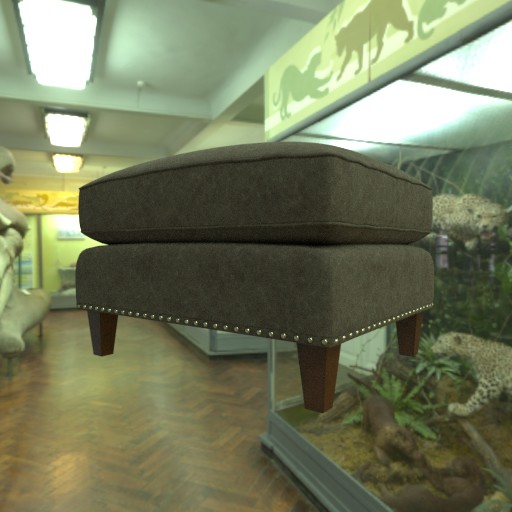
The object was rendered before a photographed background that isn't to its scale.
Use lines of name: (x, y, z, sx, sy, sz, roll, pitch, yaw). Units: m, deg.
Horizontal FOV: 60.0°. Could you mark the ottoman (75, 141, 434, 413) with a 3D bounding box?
ottoman: (0.000, 0.000, 1.147, 0.741, 0.513, 0.584, 1, 2, 37)
